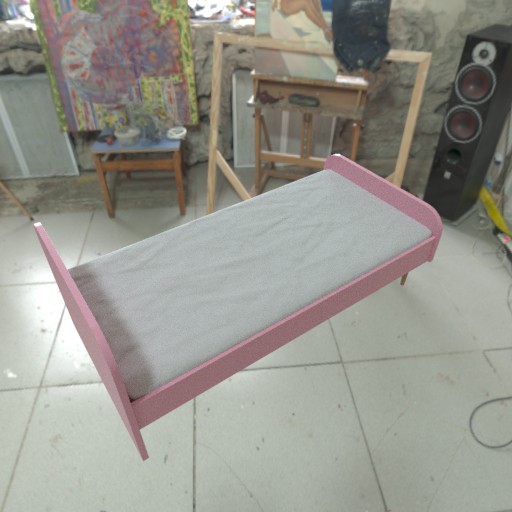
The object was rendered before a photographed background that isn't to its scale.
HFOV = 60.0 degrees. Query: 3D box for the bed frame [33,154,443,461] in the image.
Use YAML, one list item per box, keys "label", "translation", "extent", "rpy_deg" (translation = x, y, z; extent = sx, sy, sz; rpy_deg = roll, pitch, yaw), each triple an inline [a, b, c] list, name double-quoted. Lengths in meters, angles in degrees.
- label: "bed frame"
  translation: [0.000, 0.000, 2.502]
  extent: [1.963, 0.805, 0.998]
  rpy_deg: [-25, 46, -26]
